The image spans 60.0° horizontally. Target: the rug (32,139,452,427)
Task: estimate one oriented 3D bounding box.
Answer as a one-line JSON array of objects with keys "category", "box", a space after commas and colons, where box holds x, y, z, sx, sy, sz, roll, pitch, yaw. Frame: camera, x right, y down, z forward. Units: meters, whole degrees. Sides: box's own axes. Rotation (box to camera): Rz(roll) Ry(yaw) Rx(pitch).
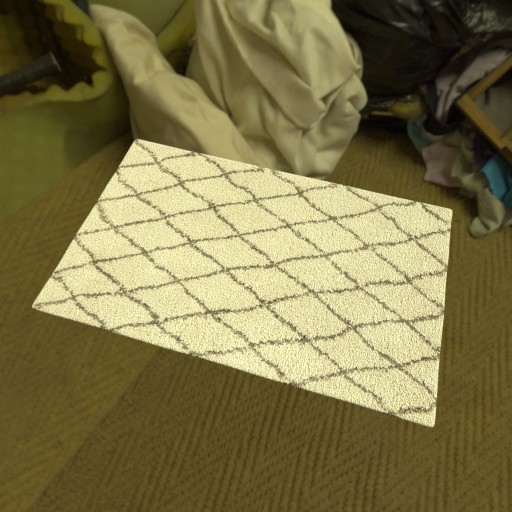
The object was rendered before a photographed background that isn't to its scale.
[{"category": "rug", "box": [0.000, 0.000, 2.930, 2.438, 0.030, 1.524, 14, 59, 9]}]
